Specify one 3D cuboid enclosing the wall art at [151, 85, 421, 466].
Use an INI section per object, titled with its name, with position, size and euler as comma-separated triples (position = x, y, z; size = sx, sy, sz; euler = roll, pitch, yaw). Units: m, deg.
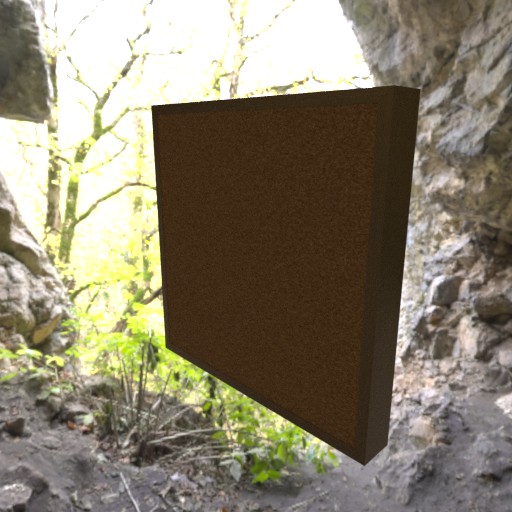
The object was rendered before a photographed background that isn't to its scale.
[wall art]
position = 0.000, 0.000, 0.455
size = 0.038, 0.305, 0.304
euler = -15, 21, -42
